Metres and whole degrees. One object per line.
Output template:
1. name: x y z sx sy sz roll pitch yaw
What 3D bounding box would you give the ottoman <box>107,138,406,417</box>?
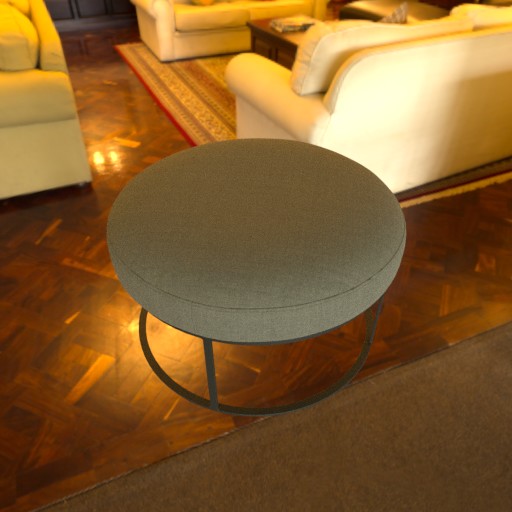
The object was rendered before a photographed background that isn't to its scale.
1. ottoman: 0.000 0.000 1.264 0.772 0.460 0.772 0 40 0
